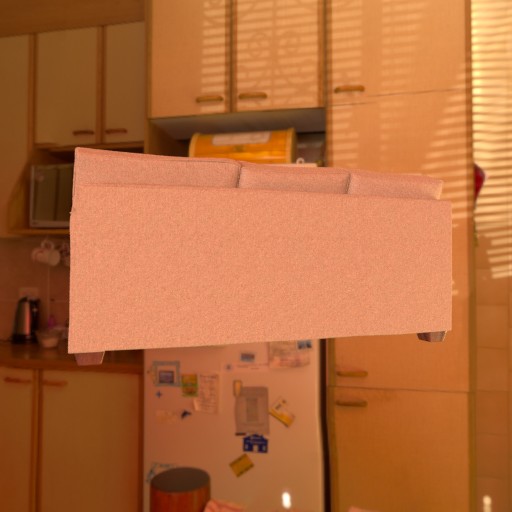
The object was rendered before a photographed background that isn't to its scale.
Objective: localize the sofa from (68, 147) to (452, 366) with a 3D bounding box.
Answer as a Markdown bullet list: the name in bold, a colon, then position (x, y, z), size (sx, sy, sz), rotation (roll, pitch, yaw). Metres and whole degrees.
- **sofa**: position (0.000, 0.000, 2.589), size (1.963, 0.946, 1.034), rotation (0, -1, -19)
